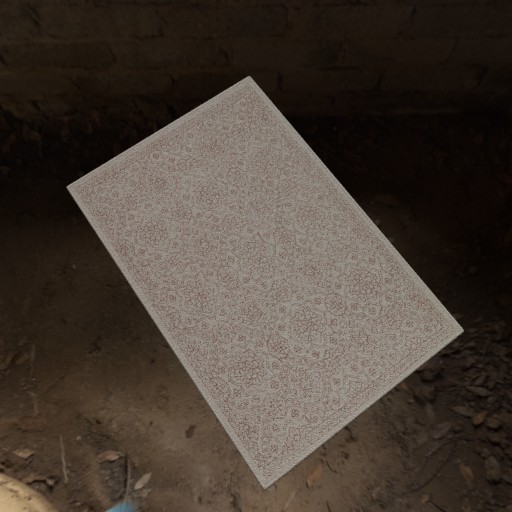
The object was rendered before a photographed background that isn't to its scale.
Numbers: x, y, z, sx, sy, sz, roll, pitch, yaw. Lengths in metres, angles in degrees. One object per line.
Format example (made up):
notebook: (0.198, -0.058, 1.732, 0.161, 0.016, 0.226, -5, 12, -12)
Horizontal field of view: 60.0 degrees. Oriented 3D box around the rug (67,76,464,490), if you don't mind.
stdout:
rug: (0.000, 0.000, 2.292, 1.219, 0.010, 1.829, -35, 77, -9)
